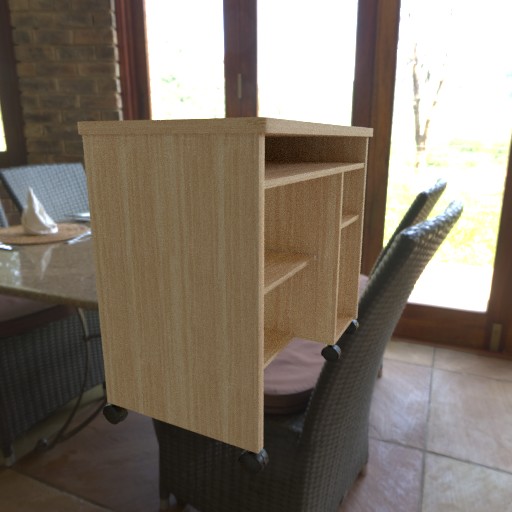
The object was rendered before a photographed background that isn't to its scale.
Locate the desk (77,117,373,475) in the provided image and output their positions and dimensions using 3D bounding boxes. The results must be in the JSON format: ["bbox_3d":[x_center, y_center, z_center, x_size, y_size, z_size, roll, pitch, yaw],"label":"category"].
[{"bbox_3d":[0.000,0.000,1.367,0.480,0.770,0.884,7,16,26],"label":"desk"}]
